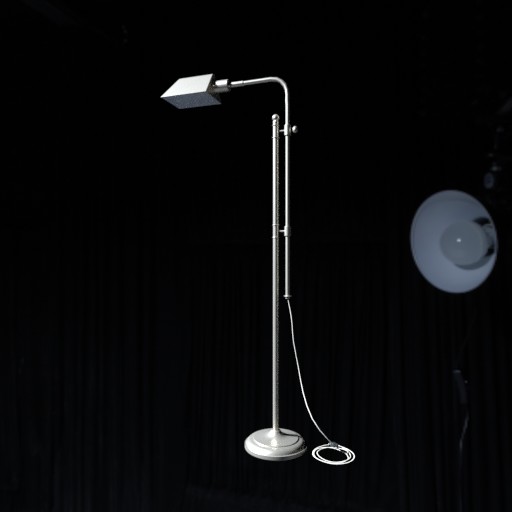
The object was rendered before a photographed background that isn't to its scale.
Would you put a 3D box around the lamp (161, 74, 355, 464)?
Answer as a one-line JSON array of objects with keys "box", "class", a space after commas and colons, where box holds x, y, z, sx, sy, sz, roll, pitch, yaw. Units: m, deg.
[{"box": [0.000, 0.000, 1.856, 0.813, 1.571, 0.256, 0, 0, 19], "class": "lamp"}]
